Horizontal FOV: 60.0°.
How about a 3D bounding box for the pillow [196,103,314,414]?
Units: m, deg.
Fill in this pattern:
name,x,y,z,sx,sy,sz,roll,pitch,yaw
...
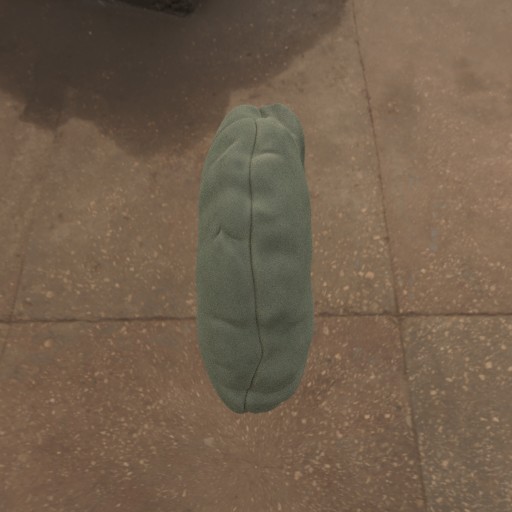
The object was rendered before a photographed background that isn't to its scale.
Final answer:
name,x,y,z,sx,sy,sz,roll,pitch,yaw
pillow,0.000,0.000,0.638,0.148,0.407,0.428,1,65,1
